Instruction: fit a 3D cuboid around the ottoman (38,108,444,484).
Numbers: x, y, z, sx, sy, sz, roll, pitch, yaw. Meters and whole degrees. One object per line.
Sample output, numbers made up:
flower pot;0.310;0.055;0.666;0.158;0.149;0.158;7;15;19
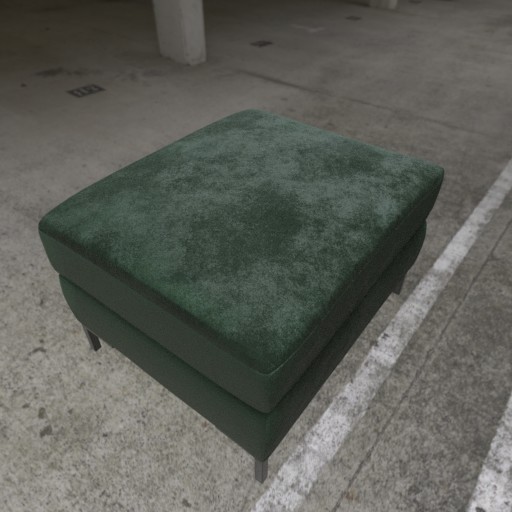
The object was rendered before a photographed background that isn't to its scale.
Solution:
ottoman;0.000;0.000;1.262;0.701;0.538;0.839;27;48;27
